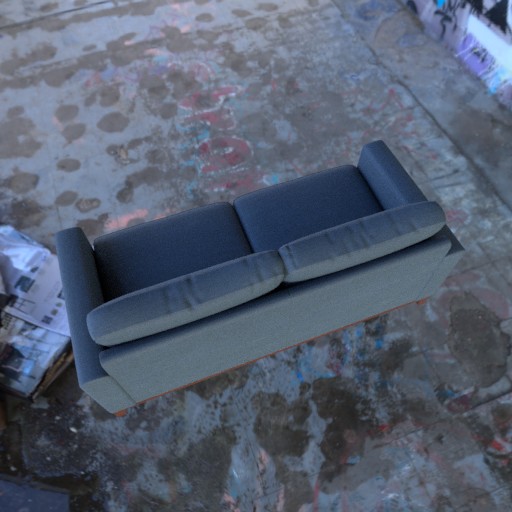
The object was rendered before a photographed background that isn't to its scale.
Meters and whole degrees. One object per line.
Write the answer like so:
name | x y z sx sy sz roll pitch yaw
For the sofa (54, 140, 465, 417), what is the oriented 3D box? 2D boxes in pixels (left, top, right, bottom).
sofa | 0.000 0.000 2.362 1.900 0.865 0.877 -18 60 -11
